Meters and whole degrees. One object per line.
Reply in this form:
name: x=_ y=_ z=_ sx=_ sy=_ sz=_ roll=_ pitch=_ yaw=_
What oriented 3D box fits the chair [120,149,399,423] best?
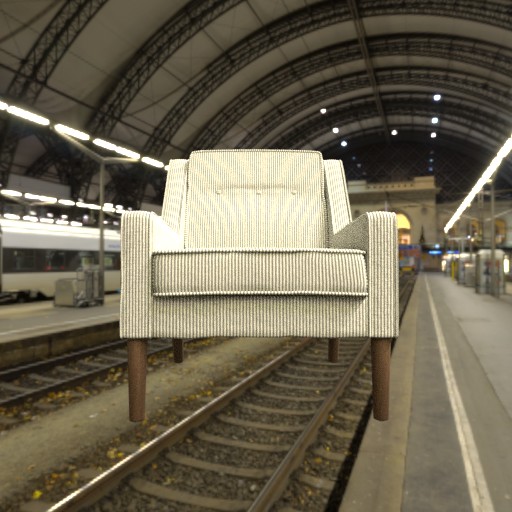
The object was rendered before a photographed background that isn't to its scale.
chair: x=0.000 y=0.000 z=1.369 sx=0.663 sy=0.792 sz=0.743 roll=0 pitch=-1 yaw=-1
